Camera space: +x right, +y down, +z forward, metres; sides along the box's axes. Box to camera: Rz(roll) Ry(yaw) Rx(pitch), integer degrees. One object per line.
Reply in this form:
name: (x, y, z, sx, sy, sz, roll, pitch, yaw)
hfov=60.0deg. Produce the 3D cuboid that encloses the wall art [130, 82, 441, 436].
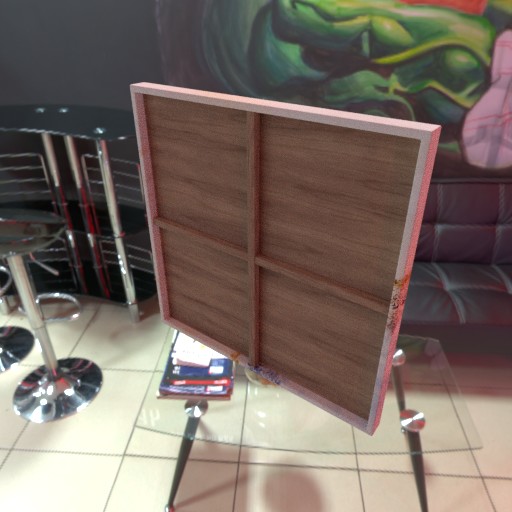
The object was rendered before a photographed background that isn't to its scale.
wall art: (0.000, 0.000, 1.579, 1.061, 1.061, 0.071, 21, 36, 31)
